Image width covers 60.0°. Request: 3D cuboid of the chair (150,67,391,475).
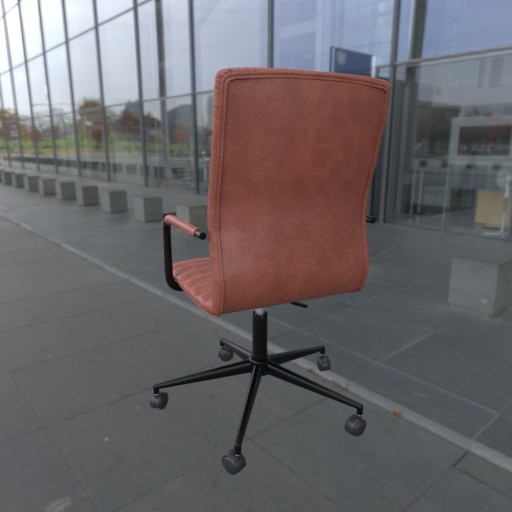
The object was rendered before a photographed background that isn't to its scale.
[{"bbox_3d":[0.000,0.000,1.222,0.600,0.878,0.578,-7,16,-25],"label":"chair"}]
